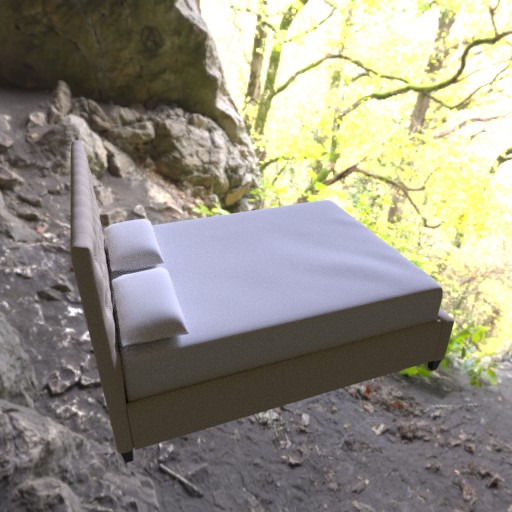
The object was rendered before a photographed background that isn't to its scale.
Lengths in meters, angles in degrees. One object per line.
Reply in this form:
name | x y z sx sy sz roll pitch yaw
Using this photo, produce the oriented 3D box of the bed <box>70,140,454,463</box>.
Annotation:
bed | 0.000 0.000 3.161 2.233 1.426 1.696 -10 32 -17
